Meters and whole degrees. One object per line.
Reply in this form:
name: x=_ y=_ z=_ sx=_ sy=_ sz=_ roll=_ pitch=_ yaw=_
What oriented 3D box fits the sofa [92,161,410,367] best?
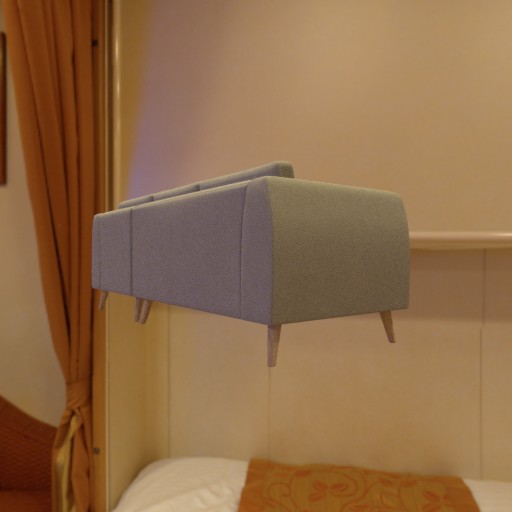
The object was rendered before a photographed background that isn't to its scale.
sofa: x=0.000 y=0.000 z=3.060 sx=1.580 sy=0.860 sz=2.300 roll=0 pitch=1 yaw=-37
